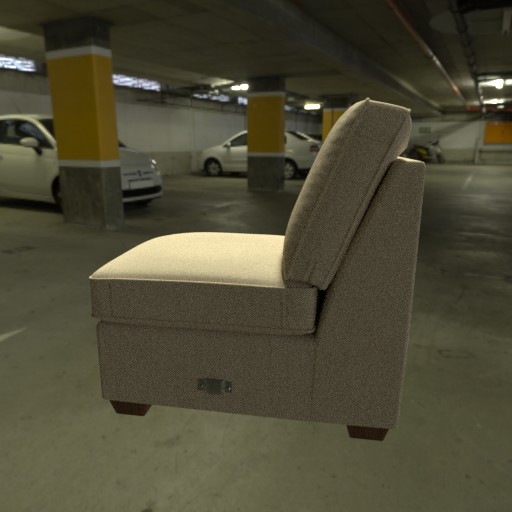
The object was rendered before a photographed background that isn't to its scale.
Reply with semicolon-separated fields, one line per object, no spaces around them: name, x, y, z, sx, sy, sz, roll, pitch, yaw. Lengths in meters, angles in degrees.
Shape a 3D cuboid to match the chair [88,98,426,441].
chair;0.000;0.000;1.512;0.938;0.970;0.621;2;15;9
